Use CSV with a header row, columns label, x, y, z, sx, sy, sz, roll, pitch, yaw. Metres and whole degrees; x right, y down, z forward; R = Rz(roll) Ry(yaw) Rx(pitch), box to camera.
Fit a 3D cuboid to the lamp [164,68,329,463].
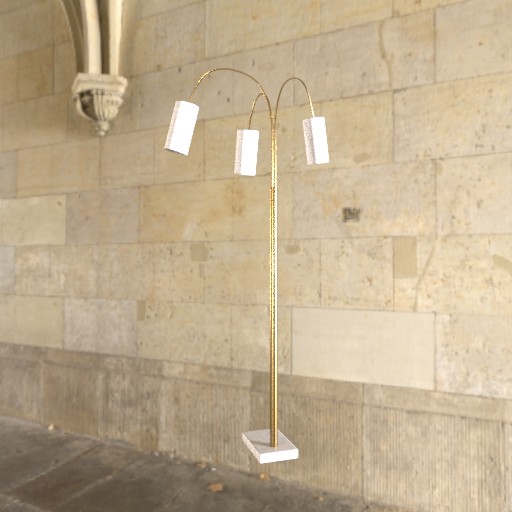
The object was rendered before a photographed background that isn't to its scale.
label,x,y,z,sx,sy,sz,roll,pitch,yaw
lamp,0.000,0.000,2.542,1.020,2.055,0.667,0,-1,-18
